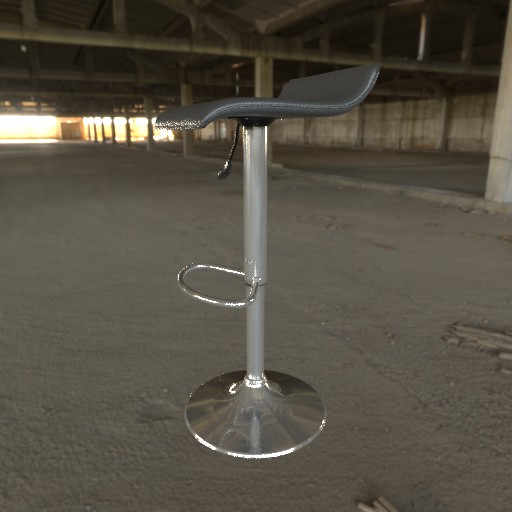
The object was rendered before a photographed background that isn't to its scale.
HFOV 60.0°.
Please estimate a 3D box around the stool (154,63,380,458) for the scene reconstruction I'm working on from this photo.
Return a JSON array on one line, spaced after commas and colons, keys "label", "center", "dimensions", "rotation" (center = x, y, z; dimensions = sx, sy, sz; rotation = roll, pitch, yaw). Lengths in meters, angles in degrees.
[{"label": "stool", "center": [0.000, 0.000, 1.079], "dimensions": [0.381, 0.851, 0.381], "rotation": [-7, 17, -24]}]
